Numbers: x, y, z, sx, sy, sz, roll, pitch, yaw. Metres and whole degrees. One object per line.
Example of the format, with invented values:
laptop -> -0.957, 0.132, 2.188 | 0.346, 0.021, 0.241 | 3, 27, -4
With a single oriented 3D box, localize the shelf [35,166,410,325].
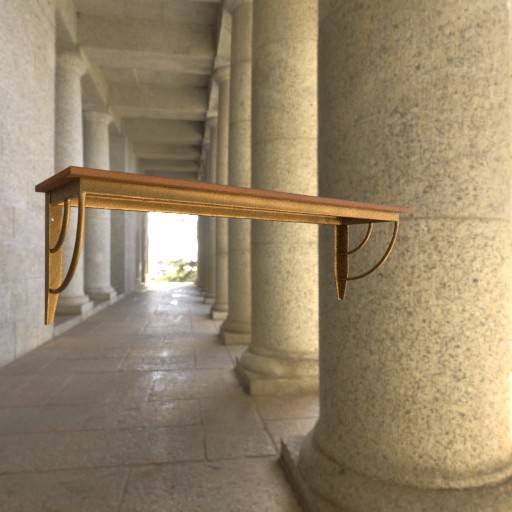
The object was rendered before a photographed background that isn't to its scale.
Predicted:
shelf -> 0.000, 0.000, 0.735 | 0.636, 0.190, 0.166 | 0, 0, -38
